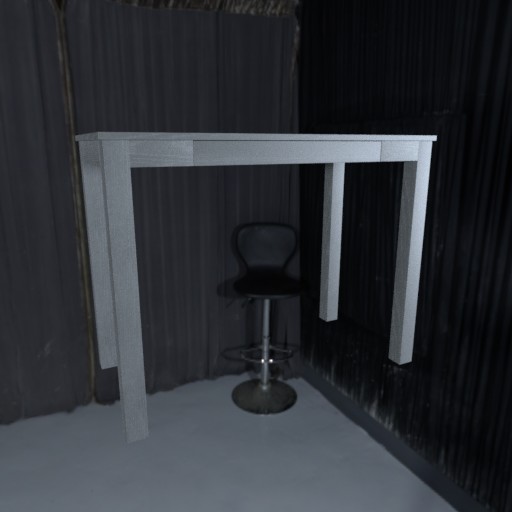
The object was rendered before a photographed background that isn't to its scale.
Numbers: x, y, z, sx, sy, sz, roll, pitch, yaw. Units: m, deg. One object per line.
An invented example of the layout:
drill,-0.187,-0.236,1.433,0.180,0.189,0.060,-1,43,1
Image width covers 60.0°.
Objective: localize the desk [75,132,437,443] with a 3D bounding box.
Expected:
desk,0.000,0.000,1.452,0.991,0.762,0.499,-7,16,-26
